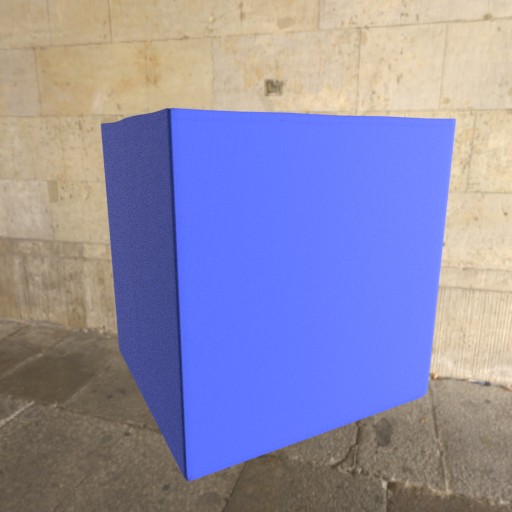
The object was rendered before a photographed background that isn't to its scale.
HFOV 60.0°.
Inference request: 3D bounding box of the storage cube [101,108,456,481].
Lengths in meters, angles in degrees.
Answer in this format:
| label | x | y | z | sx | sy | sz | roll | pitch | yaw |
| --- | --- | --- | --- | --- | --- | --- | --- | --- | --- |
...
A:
| label | x | y | z | sx | sy | sz | roll | pitch | yaw |
| --- | --- | --- | --- | --- | --- | --- | --- | --- | --- |
| storage cube | 0.000 | 0.000 | 0.482 | 0.270 | 0.280 | 0.270 | -7 | 16 | -27 |
